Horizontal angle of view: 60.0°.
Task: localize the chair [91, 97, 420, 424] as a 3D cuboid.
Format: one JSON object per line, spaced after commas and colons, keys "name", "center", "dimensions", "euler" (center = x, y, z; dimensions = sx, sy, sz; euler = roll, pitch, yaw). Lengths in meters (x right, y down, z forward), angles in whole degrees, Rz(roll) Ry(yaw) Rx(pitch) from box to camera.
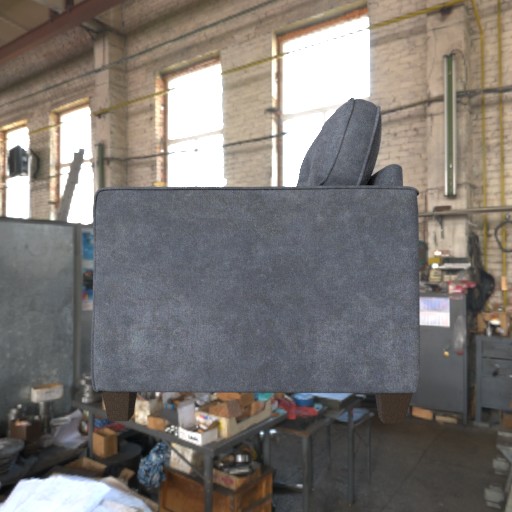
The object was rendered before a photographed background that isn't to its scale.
{"name": "chair", "center": [0.000, 0.000, 1.719], "dimensions": [0.939, 0.965, 1.015], "euler": [0, -1, 1]}
